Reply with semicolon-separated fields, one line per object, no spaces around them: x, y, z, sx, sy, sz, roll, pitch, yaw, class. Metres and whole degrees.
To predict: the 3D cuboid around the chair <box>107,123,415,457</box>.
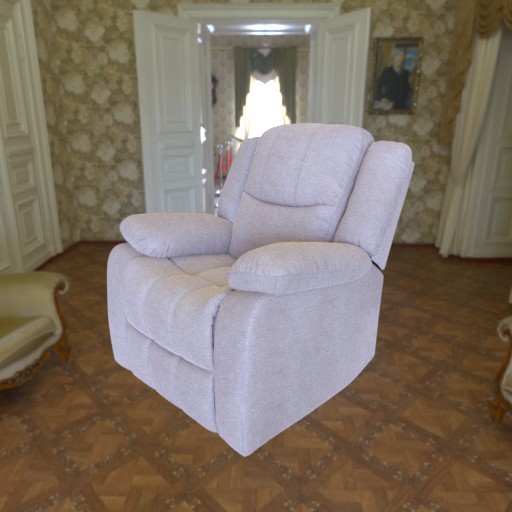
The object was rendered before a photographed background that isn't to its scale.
0.000;0.000;1.753;0.944;1.008;0.899;-16;23;-42;chair
